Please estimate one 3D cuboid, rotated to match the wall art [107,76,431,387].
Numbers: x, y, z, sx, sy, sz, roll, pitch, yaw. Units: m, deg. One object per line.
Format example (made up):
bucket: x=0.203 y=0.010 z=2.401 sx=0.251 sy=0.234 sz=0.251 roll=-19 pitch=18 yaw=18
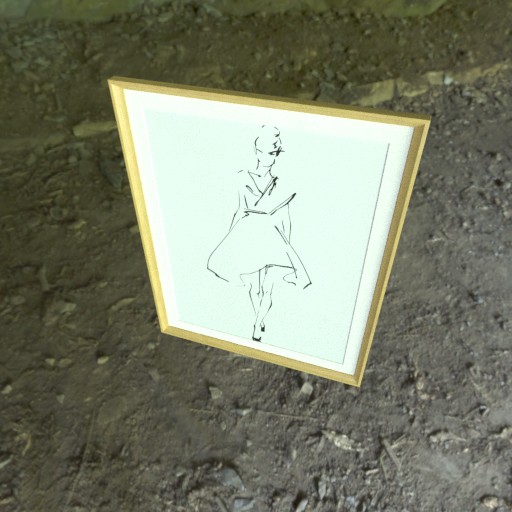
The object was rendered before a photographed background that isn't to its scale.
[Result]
wall art: x=0.000 y=0.000 z=1.381 sx=0.798 sy=1.002 sz=0.030 roll=12 pitch=42 yaw=14
